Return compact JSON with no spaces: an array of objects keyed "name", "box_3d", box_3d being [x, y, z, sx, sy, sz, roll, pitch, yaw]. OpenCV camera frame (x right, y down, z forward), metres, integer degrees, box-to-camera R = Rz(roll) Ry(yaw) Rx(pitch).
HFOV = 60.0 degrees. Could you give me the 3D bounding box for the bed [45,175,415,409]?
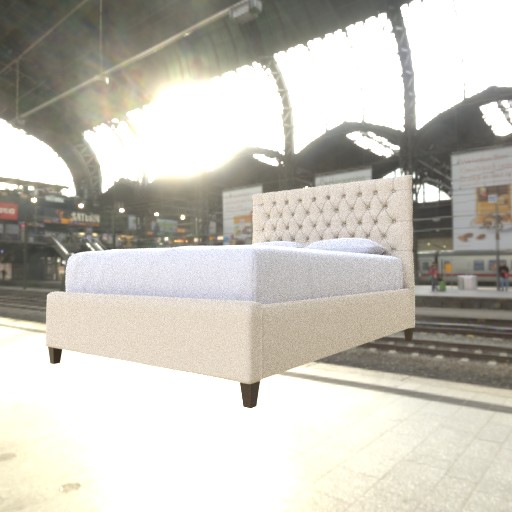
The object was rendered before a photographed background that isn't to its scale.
[{"name":"bed","box_3d":[0.000,0.000,3.370,1.698,1.427,2.387,-1,-2,36]}]
